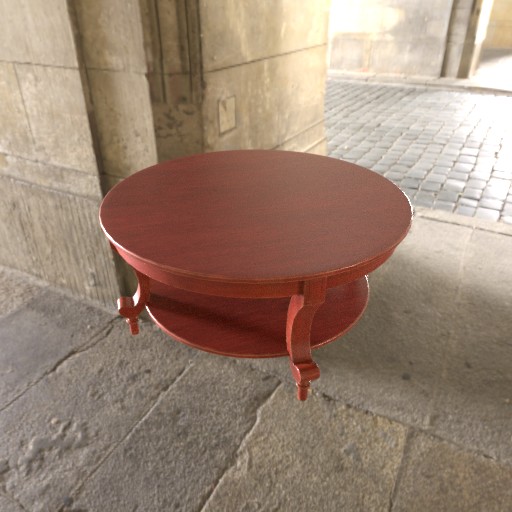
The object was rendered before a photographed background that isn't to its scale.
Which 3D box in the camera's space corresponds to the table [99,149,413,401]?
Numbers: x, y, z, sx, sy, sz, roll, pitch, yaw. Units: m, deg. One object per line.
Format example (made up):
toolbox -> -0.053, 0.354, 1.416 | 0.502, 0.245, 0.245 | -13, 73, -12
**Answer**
table -> 0.000, 0.000, 1.634 | 1.029, 0.486, 1.029 | 0, 31, 0
